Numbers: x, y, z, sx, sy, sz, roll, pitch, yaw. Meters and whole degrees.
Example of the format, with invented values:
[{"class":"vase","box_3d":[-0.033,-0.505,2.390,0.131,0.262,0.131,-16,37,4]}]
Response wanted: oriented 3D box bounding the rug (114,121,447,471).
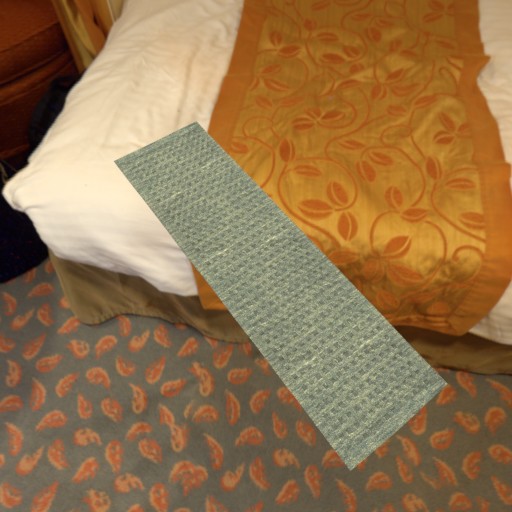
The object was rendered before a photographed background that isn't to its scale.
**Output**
[{"class":"rug","box_3d":[0.000,0.000,2.702,0.688,0.008,2.443,-32,64,-18]}]
